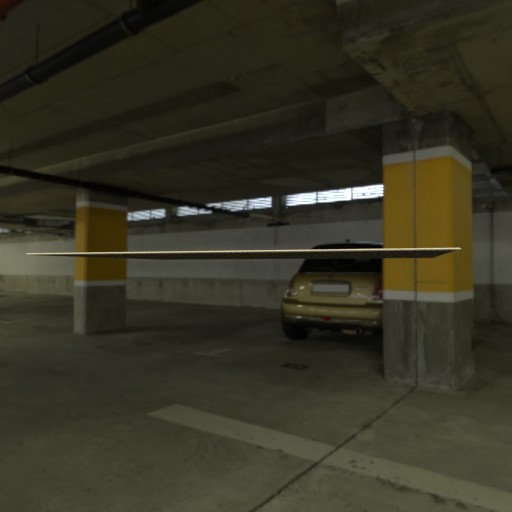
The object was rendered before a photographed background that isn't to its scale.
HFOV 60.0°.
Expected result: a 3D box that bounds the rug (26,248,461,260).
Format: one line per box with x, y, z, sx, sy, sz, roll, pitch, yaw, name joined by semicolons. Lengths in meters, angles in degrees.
0.000;0.000;2.334;1.828;0.007;1.220;-1;-2;18;rug
